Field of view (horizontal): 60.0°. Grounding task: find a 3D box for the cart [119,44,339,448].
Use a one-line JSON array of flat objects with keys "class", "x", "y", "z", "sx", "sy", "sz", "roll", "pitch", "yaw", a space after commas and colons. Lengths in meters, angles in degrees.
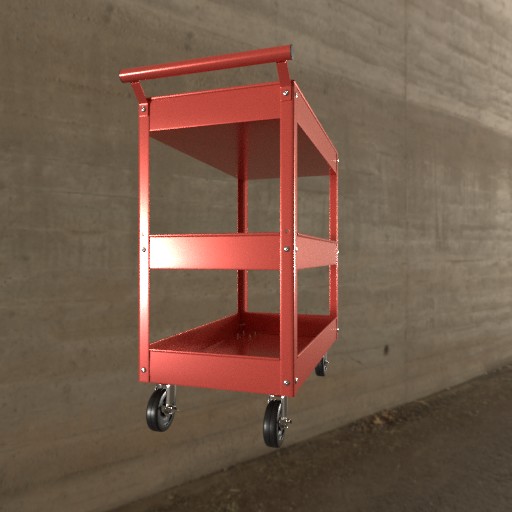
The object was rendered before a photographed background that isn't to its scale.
[{"class": "cart", "x": 0.000, "y": 0.000, "z": 1.203, "sx": 0.366, "sy": 0.780, "sz": 0.719, "roll": 0, "pitch": 0, "yaw": 18}]
